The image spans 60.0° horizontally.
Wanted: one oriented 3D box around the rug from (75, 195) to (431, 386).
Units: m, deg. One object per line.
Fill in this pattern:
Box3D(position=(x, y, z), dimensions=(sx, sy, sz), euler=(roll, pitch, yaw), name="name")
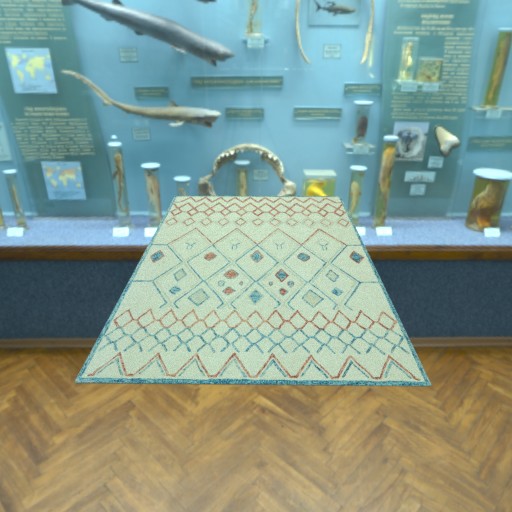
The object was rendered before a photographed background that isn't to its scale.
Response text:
Box3D(position=(0.000, 0.000, 2.979), dimensions=(1.524, 0.015, 2.438), euler=(0, 27, 1), name="rug")
